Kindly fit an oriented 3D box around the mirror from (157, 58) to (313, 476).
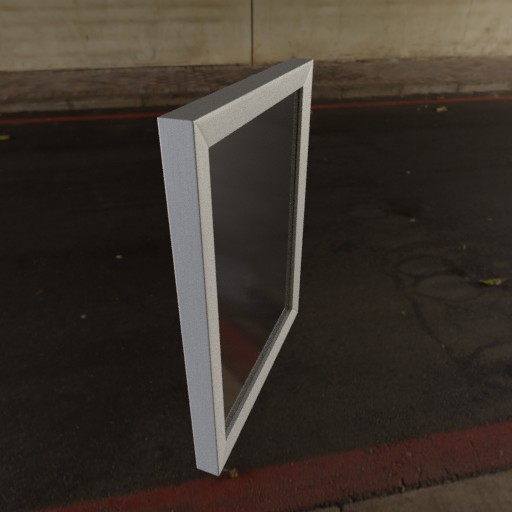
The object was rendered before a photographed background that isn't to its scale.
[{"bbox_3d":[0.000,0.000,0.677,0.041,0.508,0.405,11,33,18],"label":"mirror"}]
